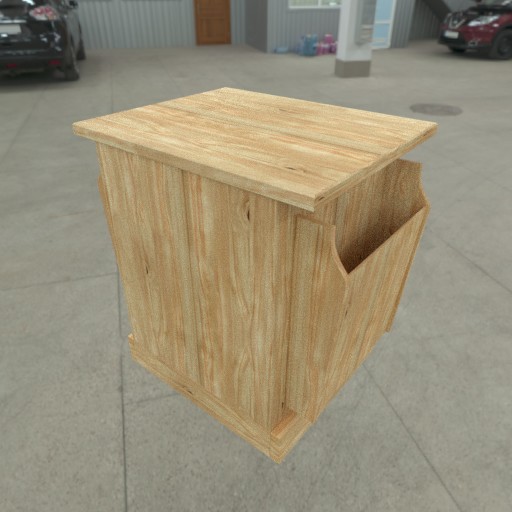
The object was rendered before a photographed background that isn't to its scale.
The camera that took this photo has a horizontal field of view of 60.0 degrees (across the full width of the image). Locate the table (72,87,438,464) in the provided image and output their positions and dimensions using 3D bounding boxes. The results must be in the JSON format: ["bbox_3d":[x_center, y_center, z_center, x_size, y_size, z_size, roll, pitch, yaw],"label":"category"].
[{"bbox_3d":[0.000,0.000,0.864,0.530,0.515,0.380,23,38,32],"label":"table"}]
